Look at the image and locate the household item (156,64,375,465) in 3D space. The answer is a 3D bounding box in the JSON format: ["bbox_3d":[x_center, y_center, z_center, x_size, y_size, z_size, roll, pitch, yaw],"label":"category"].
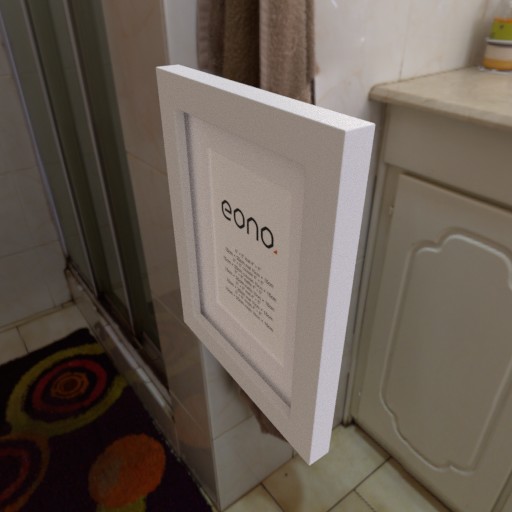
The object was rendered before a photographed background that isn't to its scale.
[{"bbox_3d":[0.000,0.000,0.342,0.045,0.250,0.200,-21,38,-29],"label":"household item"}]
